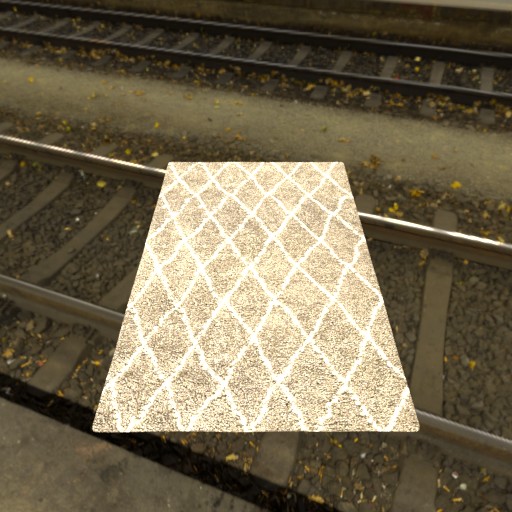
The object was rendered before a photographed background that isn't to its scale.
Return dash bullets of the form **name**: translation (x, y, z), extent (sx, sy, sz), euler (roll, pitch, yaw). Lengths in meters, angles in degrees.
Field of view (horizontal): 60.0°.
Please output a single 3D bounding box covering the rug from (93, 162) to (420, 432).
- **rug**: translation (0.000, 0.000, 2.961), extent (1.524, 0.030, 2.438), euler (0, 42, 0)
